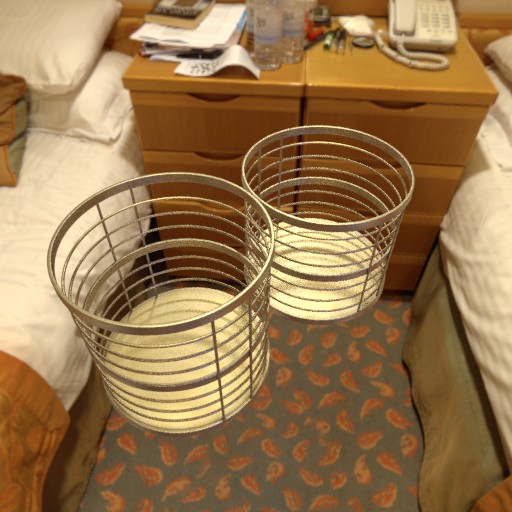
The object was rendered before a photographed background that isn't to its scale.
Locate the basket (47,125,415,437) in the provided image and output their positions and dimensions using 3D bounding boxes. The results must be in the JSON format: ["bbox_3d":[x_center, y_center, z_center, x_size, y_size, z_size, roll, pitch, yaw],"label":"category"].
[{"bbox_3d":[0.000,0.000,0.922,0.746,0.351,0.356,-32,53,-27],"label":"basket"}]
